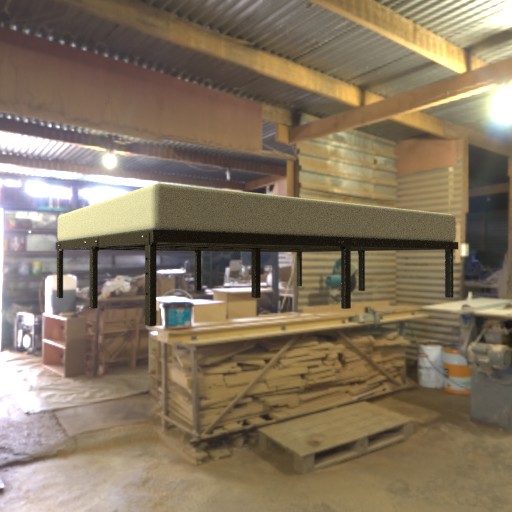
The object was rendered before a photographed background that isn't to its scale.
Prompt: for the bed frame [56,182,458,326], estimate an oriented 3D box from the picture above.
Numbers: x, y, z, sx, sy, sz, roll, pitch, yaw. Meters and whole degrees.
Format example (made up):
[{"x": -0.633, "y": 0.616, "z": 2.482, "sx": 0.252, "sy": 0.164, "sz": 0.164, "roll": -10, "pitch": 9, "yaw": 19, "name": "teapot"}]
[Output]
[{"x": 0.000, "y": 0.000, "z": 3.614, "sx": 2.635, "sy": 0.680, "sz": 1.990, "roll": 0, "pitch": 0, "yaw": -36, "name": "bed frame"}]
